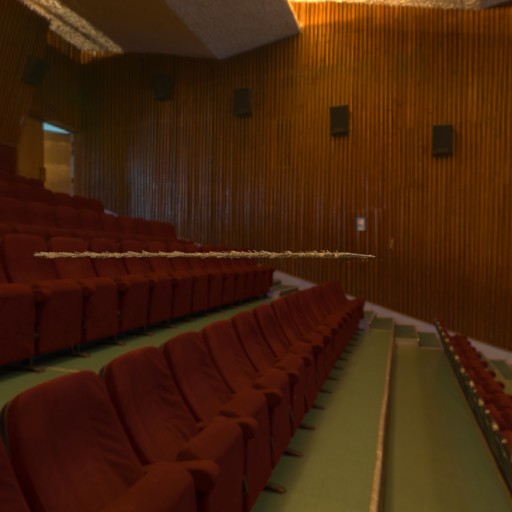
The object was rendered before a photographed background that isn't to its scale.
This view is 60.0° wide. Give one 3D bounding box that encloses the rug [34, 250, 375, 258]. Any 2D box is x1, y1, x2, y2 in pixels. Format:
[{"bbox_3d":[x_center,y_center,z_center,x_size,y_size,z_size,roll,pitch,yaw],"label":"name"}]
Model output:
[{"bbox_3d":[0.000,0.000,2.513,1.224,0.028,2.023,0,0,18],"label":"rug"}]
